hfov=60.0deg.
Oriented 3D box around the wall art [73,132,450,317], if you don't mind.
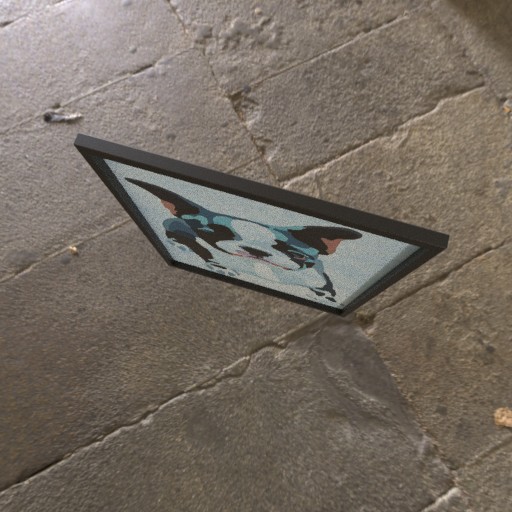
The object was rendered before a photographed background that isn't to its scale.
[{"bbox_3d":[0.000,0.000,1.379,0.774,1.027,0.030,16,75,4],"label":"wall art"}]
